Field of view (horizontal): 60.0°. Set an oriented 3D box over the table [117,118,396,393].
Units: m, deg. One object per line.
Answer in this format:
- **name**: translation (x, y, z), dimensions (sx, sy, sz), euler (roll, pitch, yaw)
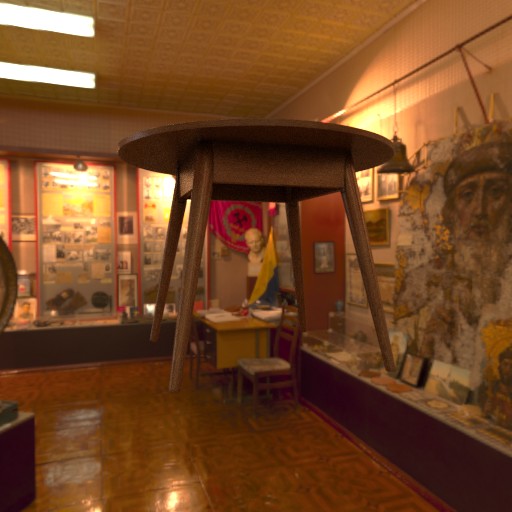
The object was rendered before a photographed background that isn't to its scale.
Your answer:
- **table**: translation (0.000, 0.000, 1.764), dimensions (1.053, 0.786, 1.053), euler (0, 1, 0)
